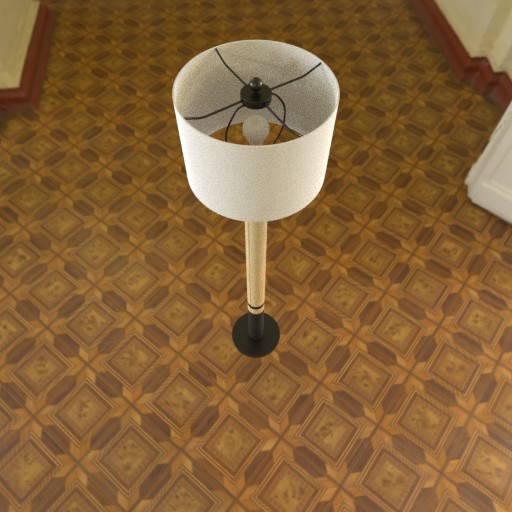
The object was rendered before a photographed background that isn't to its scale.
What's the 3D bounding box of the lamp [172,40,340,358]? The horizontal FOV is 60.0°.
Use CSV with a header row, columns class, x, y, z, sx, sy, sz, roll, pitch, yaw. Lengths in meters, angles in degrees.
class,x,y,z,sx,sy,sz,roll,pitch,yaw
lamp,0.000,0.000,1.616,0.381,1.478,0.381,33,63,19
